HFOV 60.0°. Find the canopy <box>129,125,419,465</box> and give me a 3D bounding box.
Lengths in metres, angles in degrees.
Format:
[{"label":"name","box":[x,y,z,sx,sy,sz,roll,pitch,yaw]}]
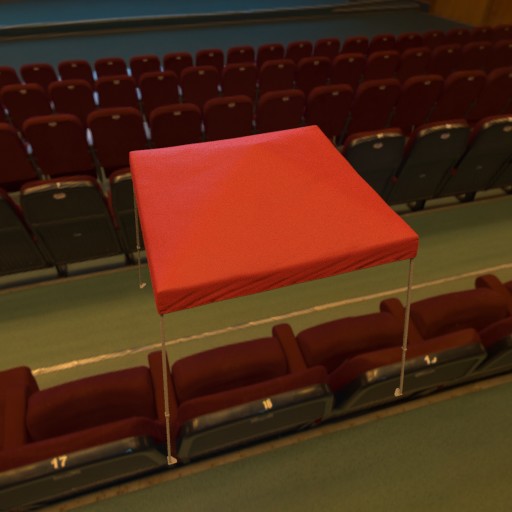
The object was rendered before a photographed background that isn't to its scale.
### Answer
[{"label":"canopy","box":[0.000,0.000,6.509,3.600,3.600,3.599,-12,43,-13]}]
